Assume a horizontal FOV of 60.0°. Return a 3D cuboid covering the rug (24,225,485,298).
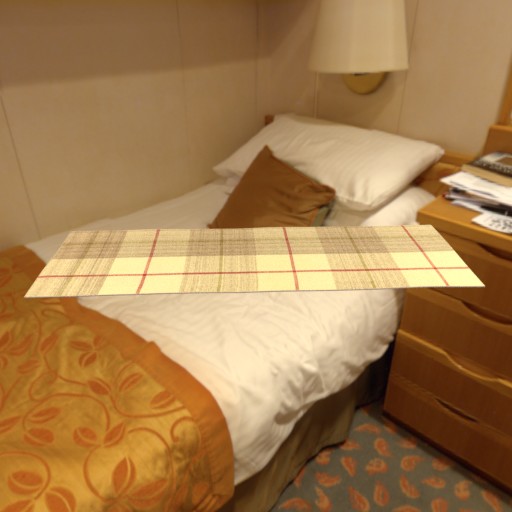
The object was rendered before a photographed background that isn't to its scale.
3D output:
[{"bbox_3d":[0.000,0.000,2.670,2.439,0.013,0.762,-1,30,-2],"label":"rug"}]
